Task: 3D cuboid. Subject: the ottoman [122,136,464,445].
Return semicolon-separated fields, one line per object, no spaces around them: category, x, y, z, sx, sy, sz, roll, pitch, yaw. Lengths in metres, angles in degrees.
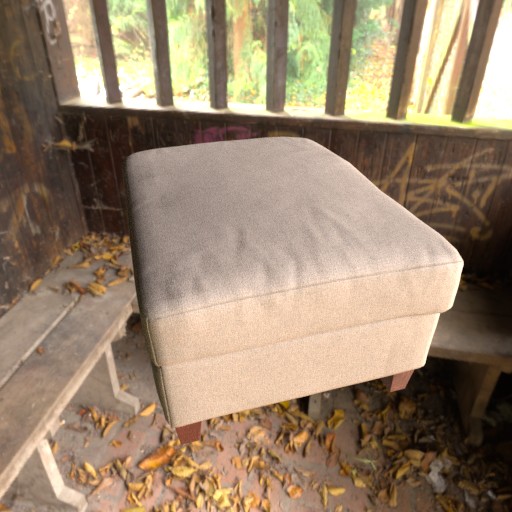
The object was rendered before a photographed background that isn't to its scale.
ottoman;0.000;0.000;1.316;0.692;0.511;0.902;-9;33;-14
